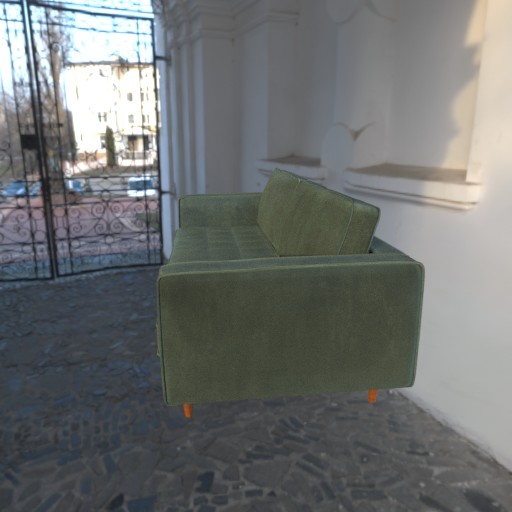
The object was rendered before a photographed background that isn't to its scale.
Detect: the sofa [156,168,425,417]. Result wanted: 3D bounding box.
[{"bbox_3d":[0.000,0.000,2.265,0.886,0.781,1.816,-2,15,-7],"label":"sofa"}]
